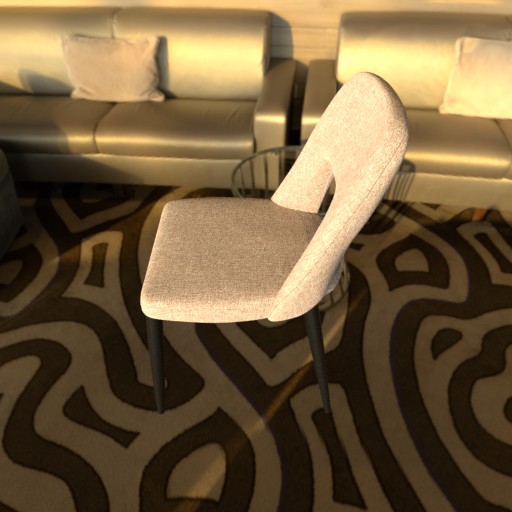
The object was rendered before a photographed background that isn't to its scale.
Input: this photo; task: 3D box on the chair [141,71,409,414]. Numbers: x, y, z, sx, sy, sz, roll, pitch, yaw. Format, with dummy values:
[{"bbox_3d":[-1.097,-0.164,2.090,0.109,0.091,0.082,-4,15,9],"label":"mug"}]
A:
[{"bbox_3d":[0.000,0.000,1.241,0.612,0.931,0.470,0,41,0],"label":"chair"}]
